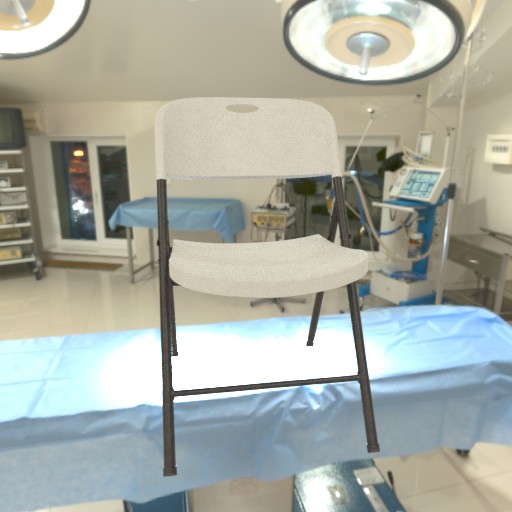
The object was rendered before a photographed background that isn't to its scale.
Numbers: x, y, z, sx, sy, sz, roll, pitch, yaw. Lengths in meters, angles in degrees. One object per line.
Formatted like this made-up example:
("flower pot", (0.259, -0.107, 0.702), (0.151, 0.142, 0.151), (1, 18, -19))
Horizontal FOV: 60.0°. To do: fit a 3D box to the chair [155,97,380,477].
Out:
("chair", (0.000, 0.000, 1.141), (0.494, 0.810, 0.566), (-2, 16, -9))
